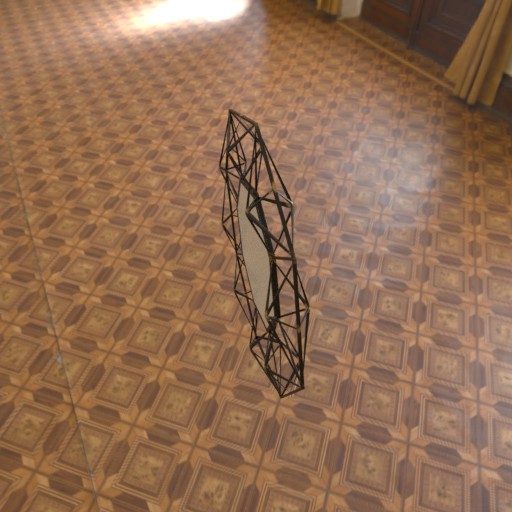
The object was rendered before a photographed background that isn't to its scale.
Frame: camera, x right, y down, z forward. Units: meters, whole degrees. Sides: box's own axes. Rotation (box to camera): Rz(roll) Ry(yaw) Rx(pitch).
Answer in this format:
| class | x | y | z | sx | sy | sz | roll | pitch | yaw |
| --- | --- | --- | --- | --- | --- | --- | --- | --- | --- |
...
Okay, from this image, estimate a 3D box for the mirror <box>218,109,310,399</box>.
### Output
| class | x | y | z | sx | sy | sz | roll | pitch | yaw |
| --- | --- | --- | --- | --- | --- | --- | --- | --- | --- |
| mirror | 0.000 | 0.000 | 1.069 | 0.094 | 0.710 | 0.710 | -11 | 48 | -10 |
